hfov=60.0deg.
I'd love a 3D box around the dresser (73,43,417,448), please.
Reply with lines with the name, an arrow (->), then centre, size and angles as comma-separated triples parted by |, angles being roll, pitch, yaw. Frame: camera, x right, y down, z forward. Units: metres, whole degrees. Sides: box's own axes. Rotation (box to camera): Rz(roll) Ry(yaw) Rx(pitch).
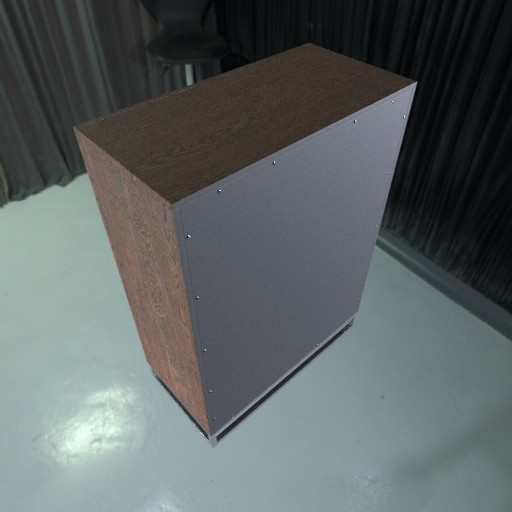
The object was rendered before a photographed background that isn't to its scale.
dresser -> 0.000, 0.000, 1.808 | 0.965, 1.321, 0.508 | -33, 53, -29
